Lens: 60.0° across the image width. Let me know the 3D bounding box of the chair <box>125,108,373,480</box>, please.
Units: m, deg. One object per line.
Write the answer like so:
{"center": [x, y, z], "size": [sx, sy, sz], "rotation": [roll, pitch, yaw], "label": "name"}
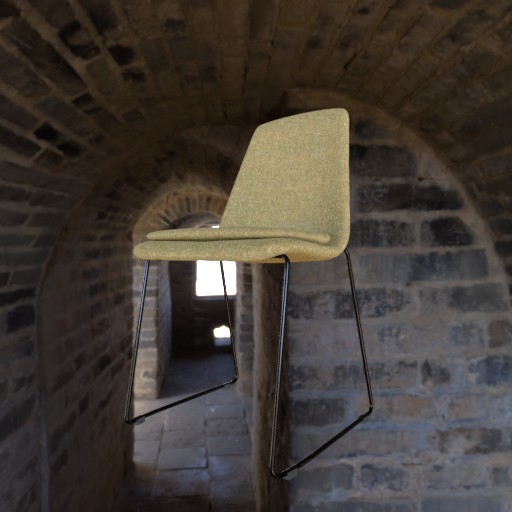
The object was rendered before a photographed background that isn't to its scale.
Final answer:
{"center": [0.000, 0.000, 1.147], "size": [0.479, 0.849, 0.496], "rotation": [1, 1, 36], "label": "chair"}
